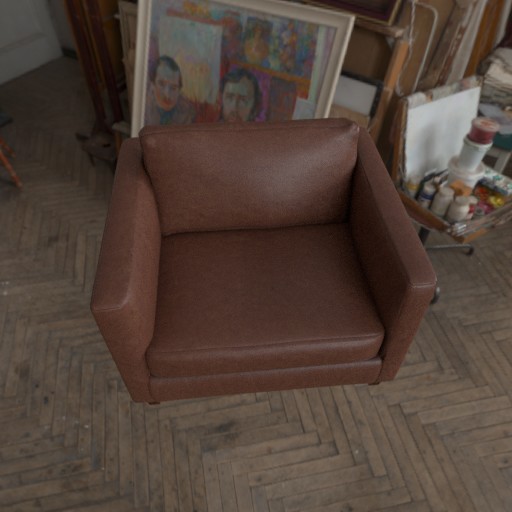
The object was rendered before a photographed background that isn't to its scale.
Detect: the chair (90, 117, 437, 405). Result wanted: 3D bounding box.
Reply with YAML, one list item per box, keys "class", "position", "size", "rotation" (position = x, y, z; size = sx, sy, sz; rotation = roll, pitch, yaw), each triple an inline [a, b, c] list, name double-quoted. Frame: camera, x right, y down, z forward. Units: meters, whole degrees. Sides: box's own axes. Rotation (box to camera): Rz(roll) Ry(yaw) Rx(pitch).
- class: "chair"
  position: [0.000, 0.000, 1.859]
  size: [1.107, 0.917, 0.959]
  rotation: [-4, 48, -4]
